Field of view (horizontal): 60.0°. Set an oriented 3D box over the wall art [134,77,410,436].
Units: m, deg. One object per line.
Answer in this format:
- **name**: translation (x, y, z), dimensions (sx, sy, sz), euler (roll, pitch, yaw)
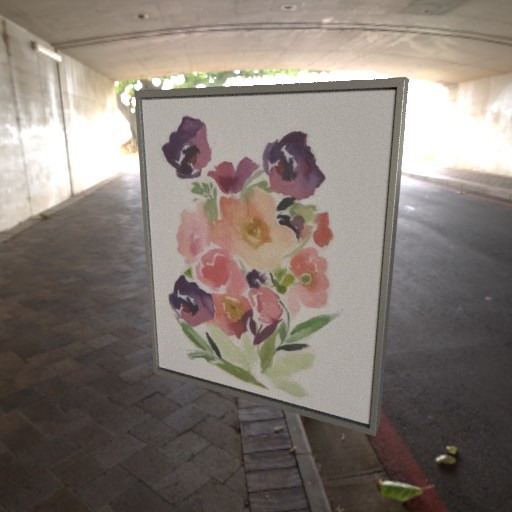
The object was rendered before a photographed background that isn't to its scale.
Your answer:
- **wall art**: translation (0.000, 0.000, 0.763), dimensions (0.452, 0.549, 0.038), euler (7, 17, 25)
